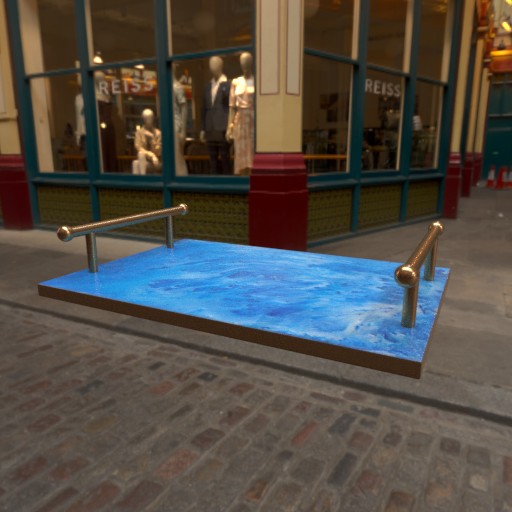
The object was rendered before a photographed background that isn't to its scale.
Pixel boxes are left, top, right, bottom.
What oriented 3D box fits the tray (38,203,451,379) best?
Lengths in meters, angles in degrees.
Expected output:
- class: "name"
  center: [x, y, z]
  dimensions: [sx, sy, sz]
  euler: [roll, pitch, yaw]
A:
- class: "tray"
  center: [0.000, 0.000, 0.566]
  dimensions: [0.444, 0.084, 0.304]
  euler: [7, 16, 26]
